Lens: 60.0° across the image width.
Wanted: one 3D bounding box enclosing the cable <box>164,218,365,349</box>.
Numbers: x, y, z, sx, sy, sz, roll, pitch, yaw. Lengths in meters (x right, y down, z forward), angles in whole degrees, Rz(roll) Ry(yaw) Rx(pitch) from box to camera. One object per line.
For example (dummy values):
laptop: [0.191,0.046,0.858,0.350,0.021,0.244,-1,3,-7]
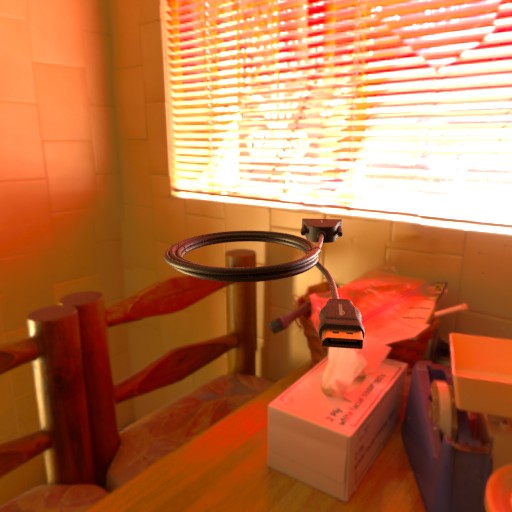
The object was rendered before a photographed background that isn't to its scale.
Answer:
cable: [0.000,0.000,0.327,0.136,0.015,0.281,2,14,8]
